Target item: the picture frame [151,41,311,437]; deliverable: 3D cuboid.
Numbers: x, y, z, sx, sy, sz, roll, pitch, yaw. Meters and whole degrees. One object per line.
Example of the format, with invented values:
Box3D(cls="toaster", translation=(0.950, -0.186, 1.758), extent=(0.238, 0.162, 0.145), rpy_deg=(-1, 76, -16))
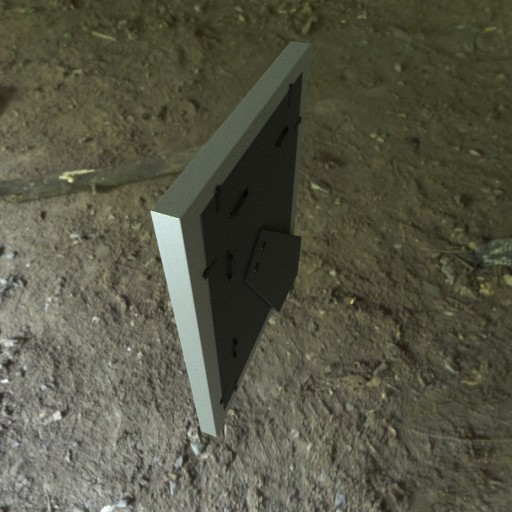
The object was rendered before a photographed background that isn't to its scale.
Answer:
Box3D(cls="picture frame", translation=(0.000, 0.000, 0.537), extent=(0.036, 0.386, 0.307), rpy_deg=(16, 49, 14))
